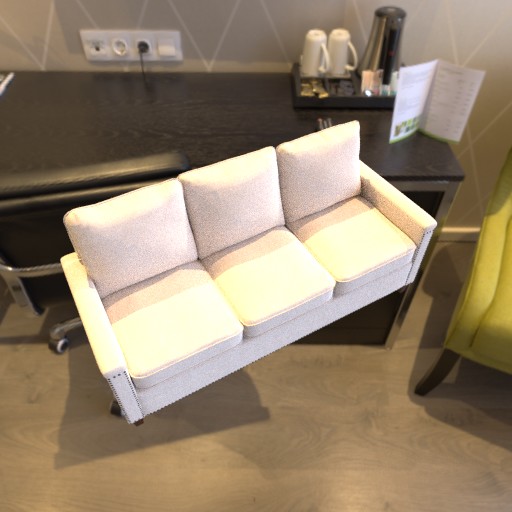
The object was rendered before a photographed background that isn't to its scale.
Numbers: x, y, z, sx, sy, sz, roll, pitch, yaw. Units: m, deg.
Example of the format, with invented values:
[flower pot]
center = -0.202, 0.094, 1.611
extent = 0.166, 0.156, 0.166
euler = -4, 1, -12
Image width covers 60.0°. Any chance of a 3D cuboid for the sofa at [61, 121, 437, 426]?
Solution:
[sofa]
center = 0.000, 0.000, 2.506
extent = 1.925, 0.961, 0.828
euler = -22, 50, -20
